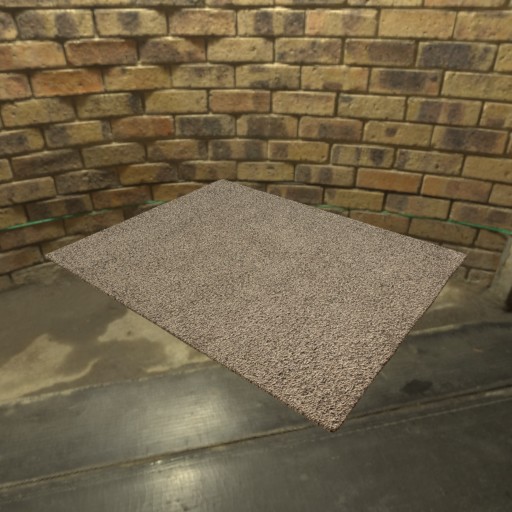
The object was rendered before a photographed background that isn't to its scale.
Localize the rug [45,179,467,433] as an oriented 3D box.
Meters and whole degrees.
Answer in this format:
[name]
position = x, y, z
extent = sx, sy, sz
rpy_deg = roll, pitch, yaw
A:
[rug]
position = 0.000, 0.000, 4.070
extent = 3.047, 0.029, 2.438
rpy_deg = 22, 38, 32
